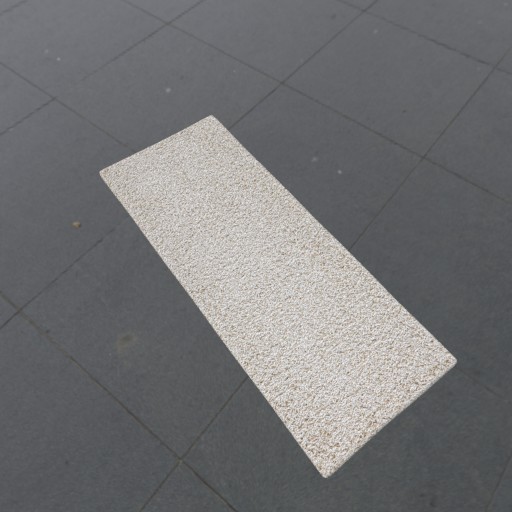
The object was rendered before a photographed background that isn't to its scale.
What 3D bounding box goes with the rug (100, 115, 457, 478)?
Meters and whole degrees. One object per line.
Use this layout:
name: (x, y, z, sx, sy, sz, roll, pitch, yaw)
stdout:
rug: (0.000, 0.000, 1.753, 0.609, 0.030, 1.524, -33, 65, -18)
